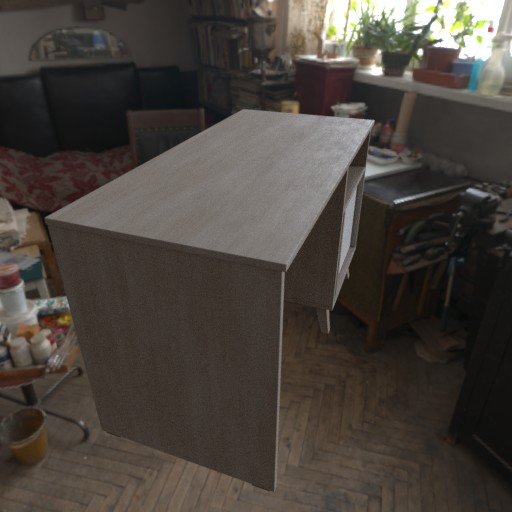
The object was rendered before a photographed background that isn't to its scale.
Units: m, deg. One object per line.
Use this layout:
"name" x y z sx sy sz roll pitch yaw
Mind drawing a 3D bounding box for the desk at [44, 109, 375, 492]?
"desk" 0.000 0.000 1.656 0.600 0.770 1.251 11 32 18
